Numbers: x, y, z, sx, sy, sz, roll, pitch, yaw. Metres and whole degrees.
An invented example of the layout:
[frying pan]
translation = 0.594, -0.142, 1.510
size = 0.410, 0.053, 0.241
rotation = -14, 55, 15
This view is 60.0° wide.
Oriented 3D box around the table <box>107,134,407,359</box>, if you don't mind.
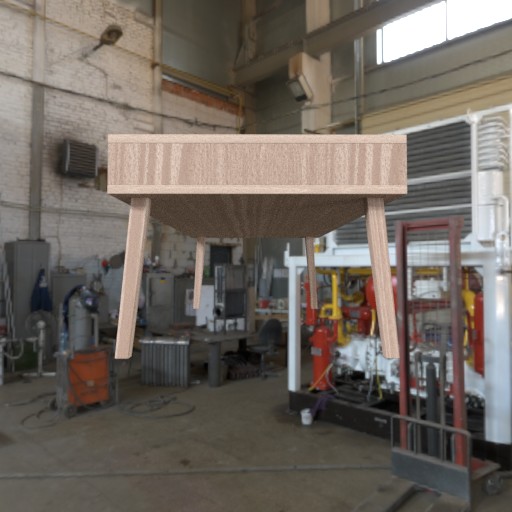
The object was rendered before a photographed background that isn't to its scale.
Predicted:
[table]
translation = 0.000, 0.000, 1.481
size = 0.600, 0.450, 1.200
rotation = 0, -2, 0
